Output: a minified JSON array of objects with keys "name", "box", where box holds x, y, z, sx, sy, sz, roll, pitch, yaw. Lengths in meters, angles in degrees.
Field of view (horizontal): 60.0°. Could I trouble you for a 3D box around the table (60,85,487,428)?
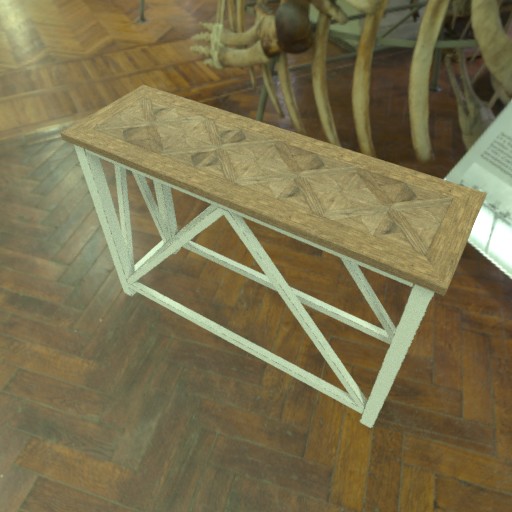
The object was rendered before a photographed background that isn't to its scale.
[{"name":"table","box":[0.000,0.000,1.826,1.400,0.930,0.450,24,51,21]}]
